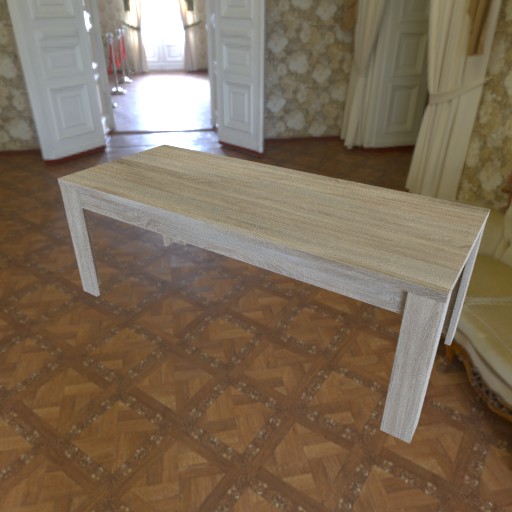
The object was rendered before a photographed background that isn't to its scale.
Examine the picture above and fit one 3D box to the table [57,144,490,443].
[{"bbox_3d":[0.000,0.000,2.599,2.200,0.790,0.900,18,34,29],"label":"table"}]
